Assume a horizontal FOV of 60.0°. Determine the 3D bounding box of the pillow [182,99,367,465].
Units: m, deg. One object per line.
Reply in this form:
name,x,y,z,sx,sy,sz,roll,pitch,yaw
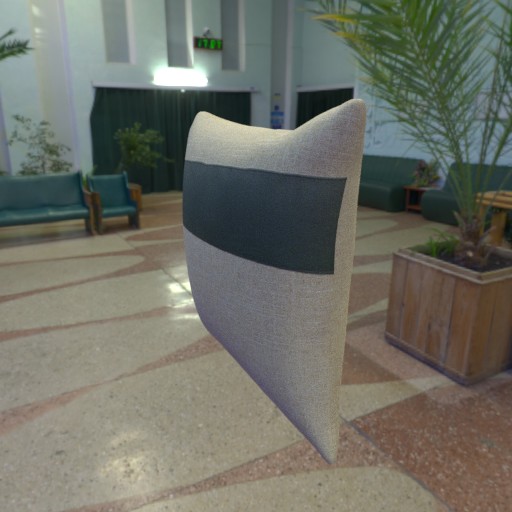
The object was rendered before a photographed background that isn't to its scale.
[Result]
pillow,0.000,0.000,0.624,0.173,0.399,0.414,-8,18,-26
